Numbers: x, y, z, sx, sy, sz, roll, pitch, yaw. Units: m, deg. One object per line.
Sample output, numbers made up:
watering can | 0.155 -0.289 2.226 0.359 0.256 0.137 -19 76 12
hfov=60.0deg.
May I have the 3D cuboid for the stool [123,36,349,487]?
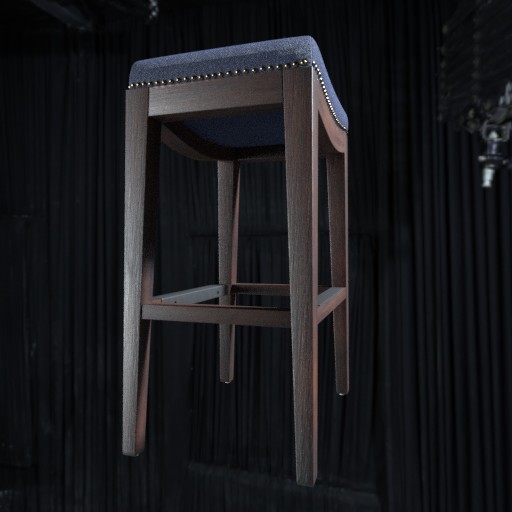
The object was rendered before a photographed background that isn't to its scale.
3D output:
stool | 0.000 0.000 0.994 0.358 0.740 0.498 0 1 18
